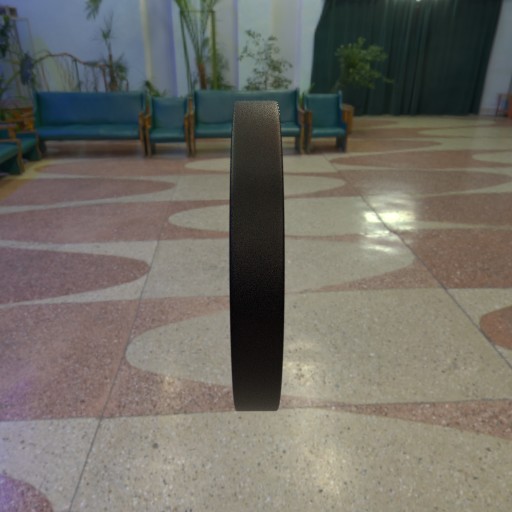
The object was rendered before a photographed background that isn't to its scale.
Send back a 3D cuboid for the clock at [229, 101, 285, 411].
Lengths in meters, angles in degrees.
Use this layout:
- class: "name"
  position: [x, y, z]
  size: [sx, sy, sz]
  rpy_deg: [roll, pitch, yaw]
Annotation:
- class: "clock"
  position: [0.000, 0.000, 0.474]
  size: [0.040, 0.314, 0.314]
  rpy_deg: [0, 26, 0]
